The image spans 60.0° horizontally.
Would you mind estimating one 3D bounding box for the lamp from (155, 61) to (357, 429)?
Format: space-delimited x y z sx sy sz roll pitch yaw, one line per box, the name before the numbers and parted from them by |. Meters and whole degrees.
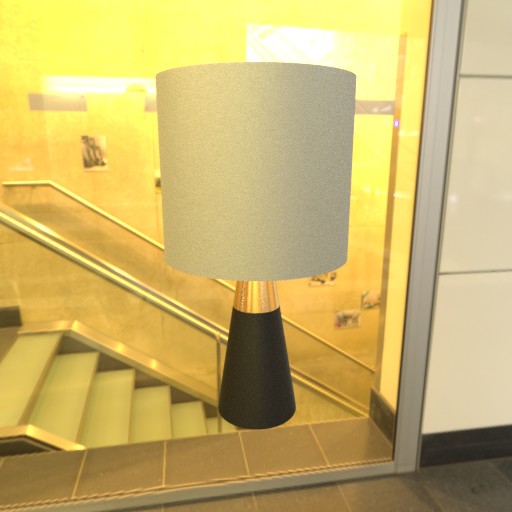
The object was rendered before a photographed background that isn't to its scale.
lamp | 0.000 0.000 0.762 0.308 0.580 0.308 -8 16 -28
